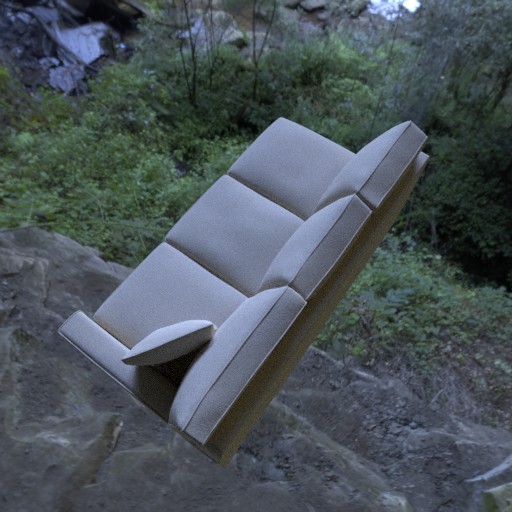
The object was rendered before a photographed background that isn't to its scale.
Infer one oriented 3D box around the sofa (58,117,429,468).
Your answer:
[{"bbox_3d":[0.000,0.000,2.528,1.034,0.946,1.963,33,67,16],"label":"sofa"}]
